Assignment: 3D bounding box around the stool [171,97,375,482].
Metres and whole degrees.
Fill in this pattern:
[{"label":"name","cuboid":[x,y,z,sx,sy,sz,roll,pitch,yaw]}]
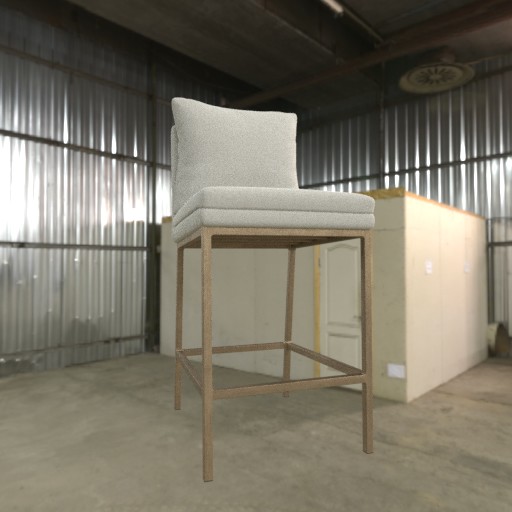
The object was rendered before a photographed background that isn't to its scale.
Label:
[{"label":"stool","cuboid":[0.000,0.000,1.332,0.463,1.032,0.572,0,-1,-19]}]
